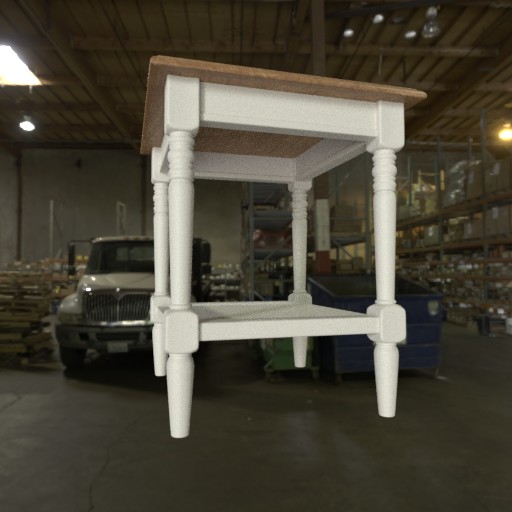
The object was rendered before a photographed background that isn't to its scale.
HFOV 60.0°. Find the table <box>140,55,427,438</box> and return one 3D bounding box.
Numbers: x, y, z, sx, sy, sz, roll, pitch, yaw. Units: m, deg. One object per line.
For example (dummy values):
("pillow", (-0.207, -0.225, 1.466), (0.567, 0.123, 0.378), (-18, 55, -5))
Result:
("table", (0.000, 0.000, 0.923), (0.457, 0.561, 0.508), (1, -2, -16))
